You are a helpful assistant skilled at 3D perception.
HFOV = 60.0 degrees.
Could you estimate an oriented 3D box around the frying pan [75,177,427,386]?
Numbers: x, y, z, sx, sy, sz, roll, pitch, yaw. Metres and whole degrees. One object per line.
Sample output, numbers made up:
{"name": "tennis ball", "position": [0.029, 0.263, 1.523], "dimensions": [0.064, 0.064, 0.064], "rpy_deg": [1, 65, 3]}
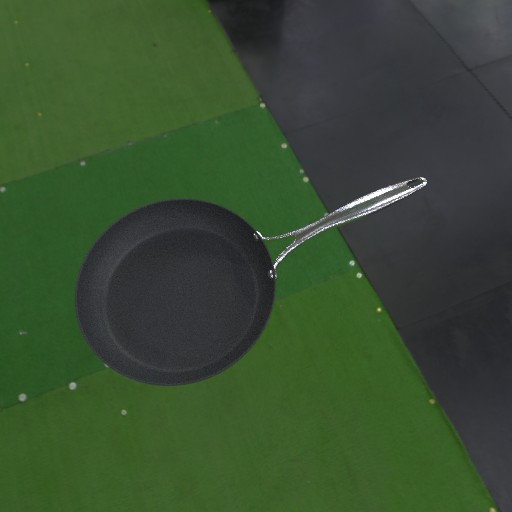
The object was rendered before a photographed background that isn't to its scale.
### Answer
{"name": "frying pan", "position": [0.000, 0.000, 0.581], "dimensions": [0.472, 0.105, 0.255], "rpy_deg": [-18, 66, -9]}
